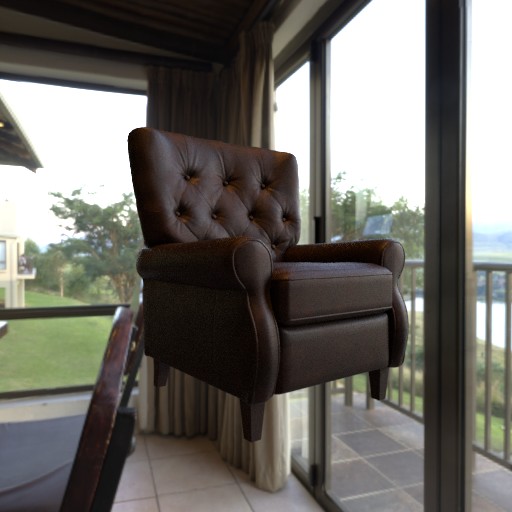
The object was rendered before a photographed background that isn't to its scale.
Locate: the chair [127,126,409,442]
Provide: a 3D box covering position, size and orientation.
[{"bbox_3d":[0.000,0.000,1.939,0.948,1.158,1.058,-1,1,-37],"label":"chair"}]
